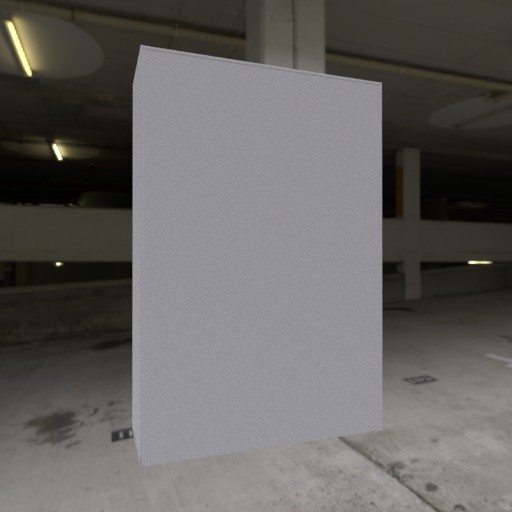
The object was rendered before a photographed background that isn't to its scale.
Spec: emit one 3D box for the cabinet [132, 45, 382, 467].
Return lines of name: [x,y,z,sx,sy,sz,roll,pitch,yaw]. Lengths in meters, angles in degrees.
cabinet: [0.000,0.000,2.460,1.290,1.910,0.510,0,0,-20]
